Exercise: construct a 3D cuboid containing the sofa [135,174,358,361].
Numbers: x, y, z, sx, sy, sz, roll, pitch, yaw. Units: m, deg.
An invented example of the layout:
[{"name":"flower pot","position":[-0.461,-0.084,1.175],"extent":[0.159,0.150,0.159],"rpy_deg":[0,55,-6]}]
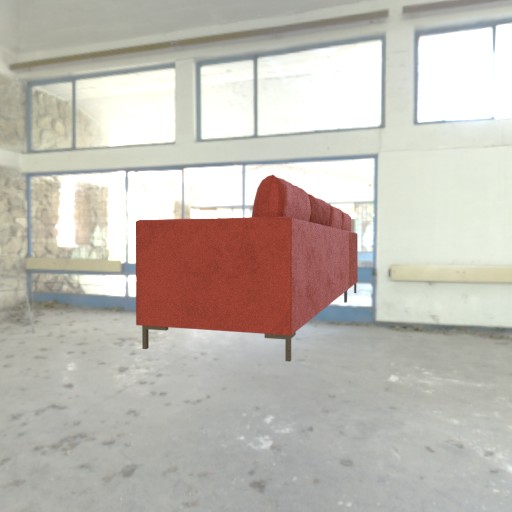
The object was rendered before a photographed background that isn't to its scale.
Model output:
[{"name":"sofa","position":[0.000,0.000,4.048],"extent":[1.500,0.967,3.400],"rpy_deg":[0,2,18]}]
